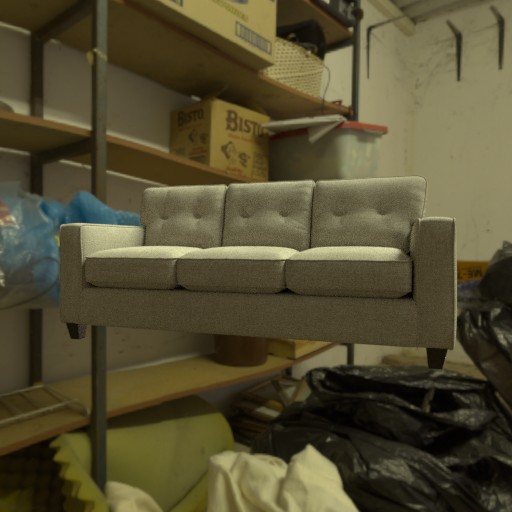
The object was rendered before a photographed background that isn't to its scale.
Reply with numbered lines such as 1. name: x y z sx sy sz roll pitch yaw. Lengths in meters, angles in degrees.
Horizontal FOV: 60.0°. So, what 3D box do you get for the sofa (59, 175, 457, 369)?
1. sofa: 0.000 0.000 2.651 2.133 0.965 0.939 1 2 18
